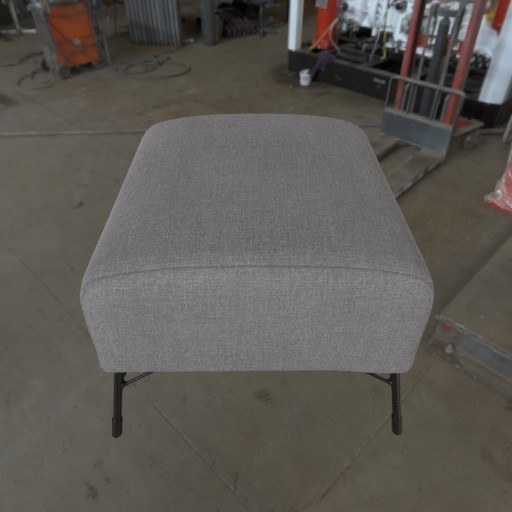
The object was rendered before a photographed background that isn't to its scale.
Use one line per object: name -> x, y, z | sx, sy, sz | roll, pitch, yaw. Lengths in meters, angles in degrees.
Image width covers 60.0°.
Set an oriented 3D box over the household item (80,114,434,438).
household item -> 0.000, 0.000, 0.874 | 0.530, 0.410, 0.530 | 0, 40, 0
